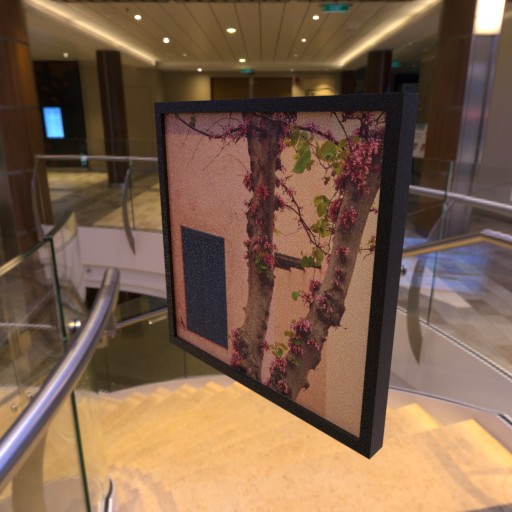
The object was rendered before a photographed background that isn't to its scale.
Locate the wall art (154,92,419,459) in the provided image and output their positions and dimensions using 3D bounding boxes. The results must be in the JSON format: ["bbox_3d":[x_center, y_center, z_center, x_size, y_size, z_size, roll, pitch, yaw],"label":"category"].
[{"bbox_3d":[0.000,0.000,0.760,0.508,0.508,0.038,17,24,42],"label":"wall art"}]
